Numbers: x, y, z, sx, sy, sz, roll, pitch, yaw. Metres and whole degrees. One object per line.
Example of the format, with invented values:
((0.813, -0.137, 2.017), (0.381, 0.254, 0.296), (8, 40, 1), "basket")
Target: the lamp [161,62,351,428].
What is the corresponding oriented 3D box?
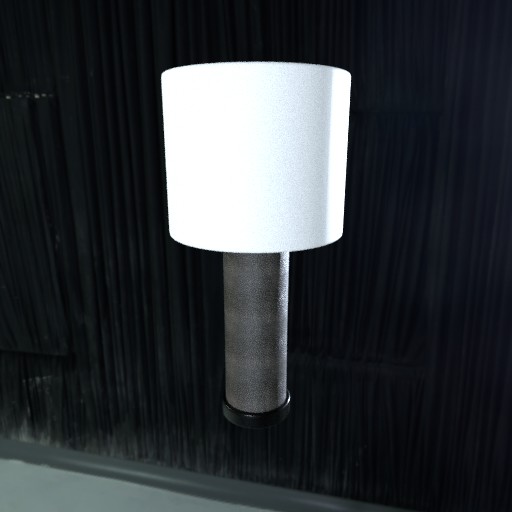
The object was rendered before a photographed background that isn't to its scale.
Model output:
((0.000, 0.000, 0.810), (0.305, 0.634, 0.305), (2, 16, 9), "lamp")
